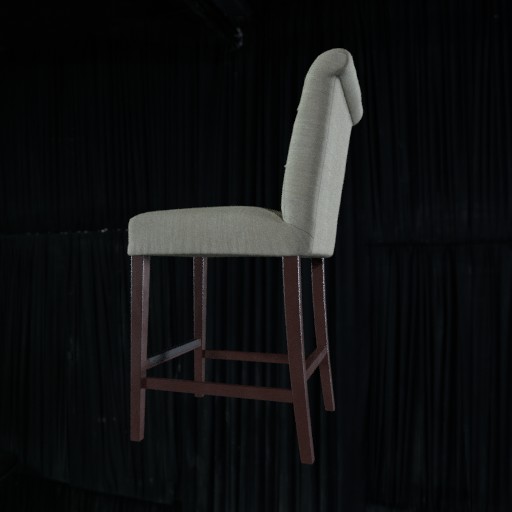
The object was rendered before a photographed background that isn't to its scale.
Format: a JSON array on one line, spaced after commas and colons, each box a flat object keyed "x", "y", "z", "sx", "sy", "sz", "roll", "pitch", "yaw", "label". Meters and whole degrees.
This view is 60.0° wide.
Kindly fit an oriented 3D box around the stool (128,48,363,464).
[{"x": 0.000, "y": 0.000, "z": 1.435, "sx": 0.660, "sy": 1.084, "sz": 0.486, "roll": 0, "pitch": -1, "yaw": 17, "label": "stool"}]
